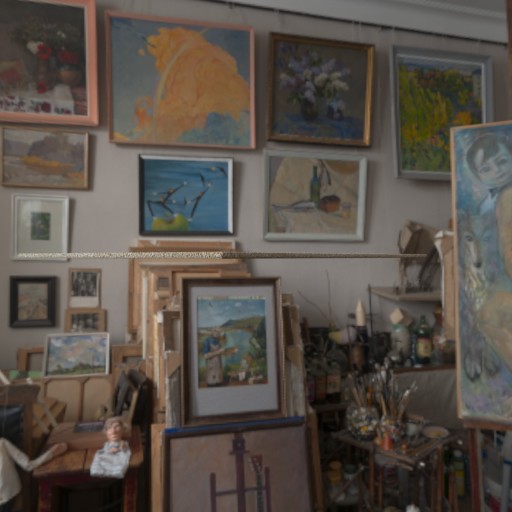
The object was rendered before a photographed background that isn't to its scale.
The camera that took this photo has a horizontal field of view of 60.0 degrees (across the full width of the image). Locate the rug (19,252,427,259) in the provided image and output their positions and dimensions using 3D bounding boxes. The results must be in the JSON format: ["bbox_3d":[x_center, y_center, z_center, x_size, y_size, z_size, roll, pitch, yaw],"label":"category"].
[{"bbox_3d":[0.000,0.000,2.919,1.500,0.025,2.346,0,0,37],"label":"rug"}]
